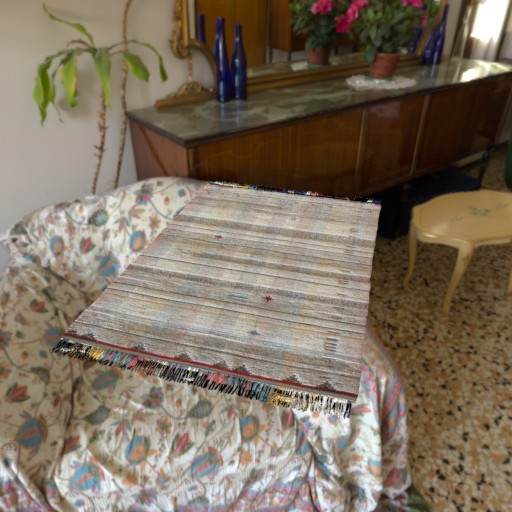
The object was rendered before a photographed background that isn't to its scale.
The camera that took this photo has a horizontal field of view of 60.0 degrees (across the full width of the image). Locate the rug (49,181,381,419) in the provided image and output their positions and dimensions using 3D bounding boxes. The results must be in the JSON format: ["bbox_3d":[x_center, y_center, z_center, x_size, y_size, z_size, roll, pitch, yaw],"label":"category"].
[{"bbox_3d":[0.000,0.000,2.349,1.217,0.012,1.848,9,33,14],"label":"rug"}]
